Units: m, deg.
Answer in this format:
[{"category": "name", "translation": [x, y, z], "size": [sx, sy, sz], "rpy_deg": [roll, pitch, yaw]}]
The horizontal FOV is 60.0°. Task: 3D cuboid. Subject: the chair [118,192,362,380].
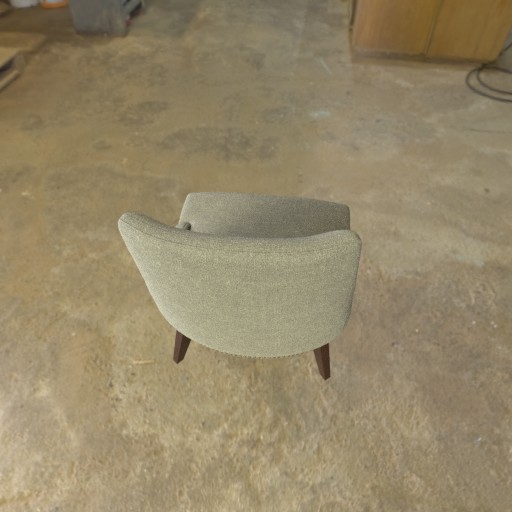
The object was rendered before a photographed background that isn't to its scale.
[{"category": "chair", "translation": [0.000, 0.000, 1.538], "size": [0.701, 0.909, 0.861], "rpy_deg": [5, 46, 5]}]
